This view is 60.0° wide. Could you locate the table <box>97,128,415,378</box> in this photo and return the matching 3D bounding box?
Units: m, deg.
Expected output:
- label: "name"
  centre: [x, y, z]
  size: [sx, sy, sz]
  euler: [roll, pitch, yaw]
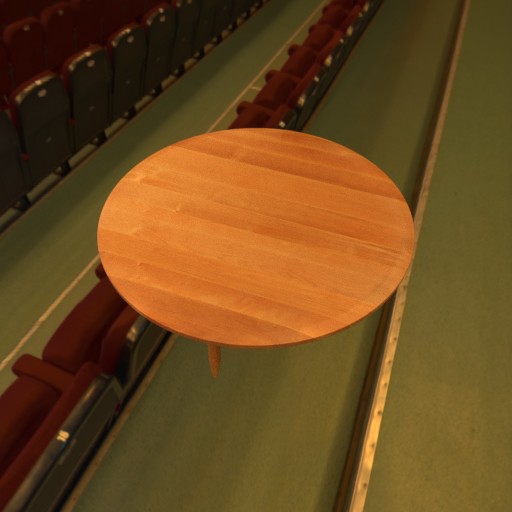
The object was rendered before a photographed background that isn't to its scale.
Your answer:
- label: "table"
  centre: [0.000, 0.000, 1.435]
  size: [0.900, 0.400, 0.900]
  euler: [0, 47, 0]
